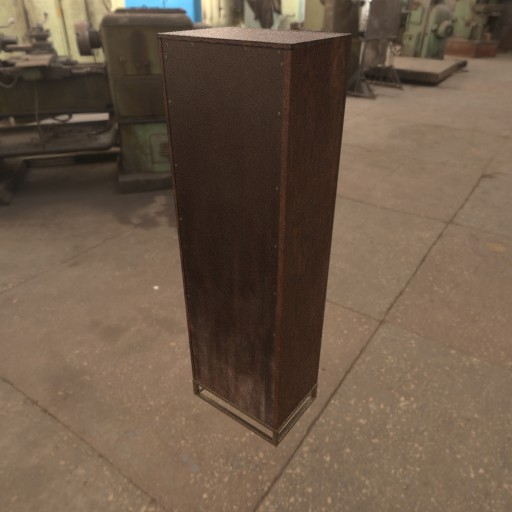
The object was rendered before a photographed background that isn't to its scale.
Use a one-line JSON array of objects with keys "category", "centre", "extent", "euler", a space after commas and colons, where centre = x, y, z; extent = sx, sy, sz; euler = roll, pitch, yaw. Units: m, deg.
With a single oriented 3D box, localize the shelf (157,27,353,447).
[{"category": "shelf", "centre": [0.000, 0.000, 1.924], "extent": [0.539, 1.732, 0.395], "euler": [21, 37, 31]}]
